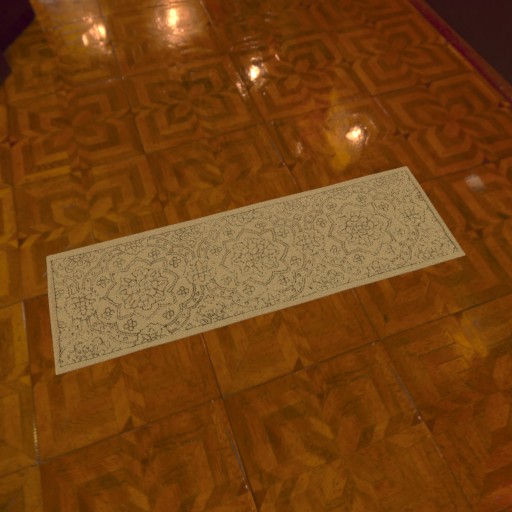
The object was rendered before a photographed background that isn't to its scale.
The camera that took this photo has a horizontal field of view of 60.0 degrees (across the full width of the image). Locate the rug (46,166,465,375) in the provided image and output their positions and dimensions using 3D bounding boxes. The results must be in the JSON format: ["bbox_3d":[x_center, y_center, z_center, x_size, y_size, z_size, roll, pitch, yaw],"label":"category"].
[{"bbox_3d":[0.000,0.000,2.702,2.448,0.012,0.769,-15,60,-9],"label":"rug"}]
